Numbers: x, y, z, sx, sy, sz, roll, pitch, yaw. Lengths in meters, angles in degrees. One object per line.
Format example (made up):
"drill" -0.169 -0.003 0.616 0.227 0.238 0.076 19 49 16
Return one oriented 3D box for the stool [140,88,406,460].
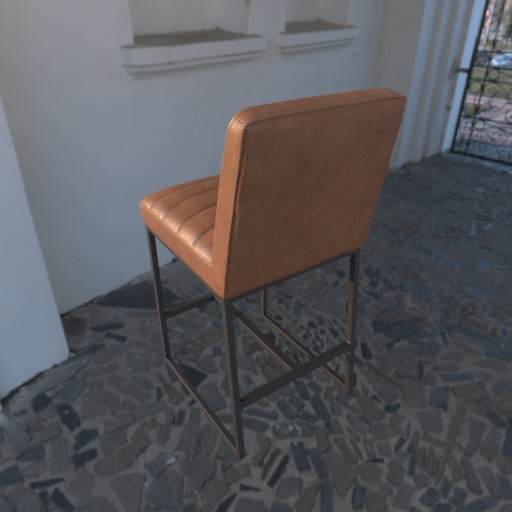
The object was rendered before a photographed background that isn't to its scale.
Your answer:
"stool" 0.000 0.000 1.263 0.458 0.940 0.556 -19 35 -30
